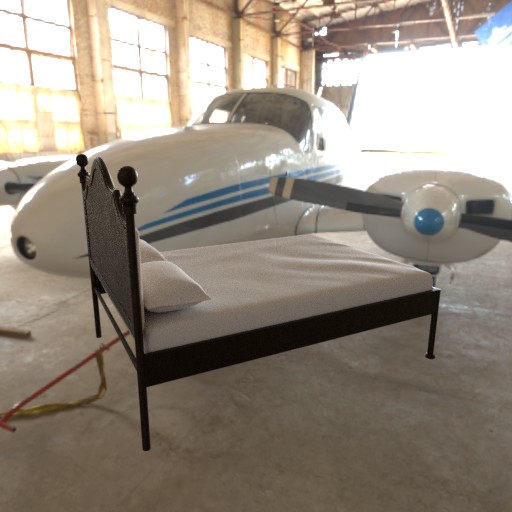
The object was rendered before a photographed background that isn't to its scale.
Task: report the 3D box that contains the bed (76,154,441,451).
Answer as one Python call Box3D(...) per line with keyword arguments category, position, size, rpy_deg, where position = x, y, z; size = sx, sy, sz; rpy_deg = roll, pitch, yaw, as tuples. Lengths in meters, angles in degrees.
Box3D(category="bed", position=(0.000, 0.000, 3.328), size=(2.224, 1.499, 1.642), rpy_deg=(-8, 17, -27))
